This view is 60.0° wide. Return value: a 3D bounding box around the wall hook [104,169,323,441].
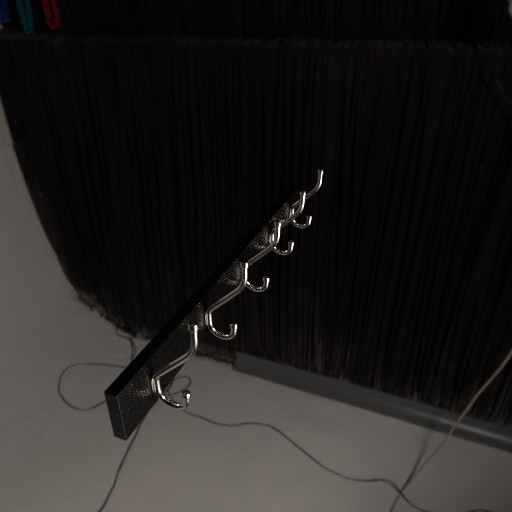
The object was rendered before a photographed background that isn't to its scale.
[{"bbox_3d":[0.000,0.000,0.619,0.071,0.117,0.571,11,31,18],"label":"wall hook"}]
